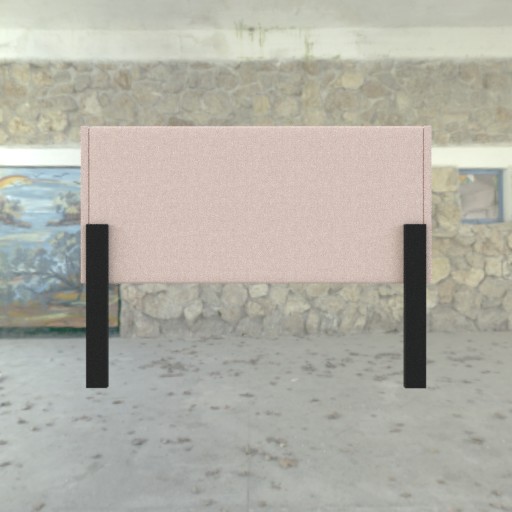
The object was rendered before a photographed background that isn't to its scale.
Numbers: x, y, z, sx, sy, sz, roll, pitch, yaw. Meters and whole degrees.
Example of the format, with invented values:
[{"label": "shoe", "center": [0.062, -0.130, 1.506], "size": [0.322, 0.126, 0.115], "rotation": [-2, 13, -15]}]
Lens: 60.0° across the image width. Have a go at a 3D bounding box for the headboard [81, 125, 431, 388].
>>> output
[{"label": "headboard", "center": [0.000, 0.000, 2.643], "size": [2.051, 1.524, 0.184], "rotation": [0, 0, 0]}]
